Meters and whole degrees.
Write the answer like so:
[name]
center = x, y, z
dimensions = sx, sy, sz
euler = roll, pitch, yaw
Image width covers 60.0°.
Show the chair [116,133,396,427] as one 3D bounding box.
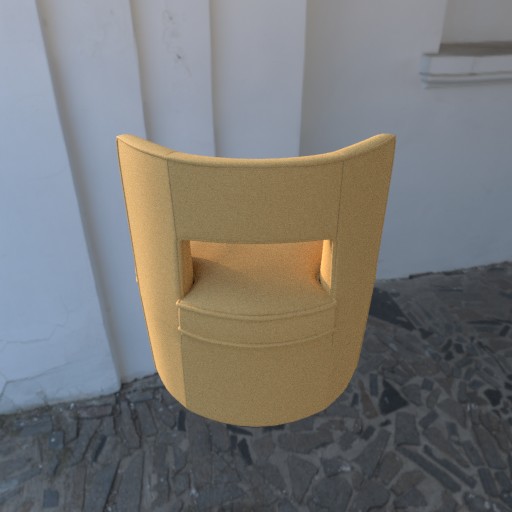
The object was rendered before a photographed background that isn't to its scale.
[chair]
center = 0.000, 0.000, 1.219
dimensions = 0.650, 0.723, 0.665
euler = 0, 29, 0
